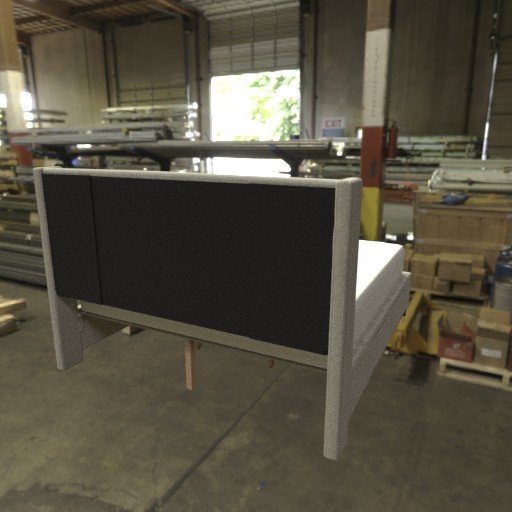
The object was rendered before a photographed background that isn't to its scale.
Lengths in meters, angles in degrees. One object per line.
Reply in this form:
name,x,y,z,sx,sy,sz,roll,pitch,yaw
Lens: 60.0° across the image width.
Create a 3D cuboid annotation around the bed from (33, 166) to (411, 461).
bed,0.000,0.000,3.590,2.140,1.470,2.280,7,16,26
